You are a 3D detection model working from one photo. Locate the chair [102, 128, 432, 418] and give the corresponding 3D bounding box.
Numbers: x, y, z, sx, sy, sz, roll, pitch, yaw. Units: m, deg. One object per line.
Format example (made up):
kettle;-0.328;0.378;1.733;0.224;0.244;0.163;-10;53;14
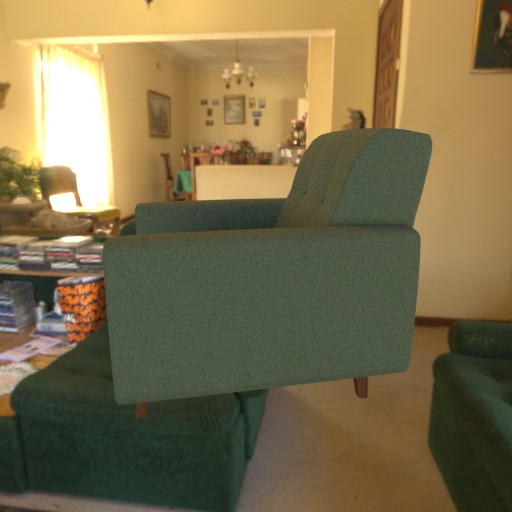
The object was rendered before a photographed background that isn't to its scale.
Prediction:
chair;0.000;0.000;1.523;0.909;0.841;0.831;-2;14;-8
